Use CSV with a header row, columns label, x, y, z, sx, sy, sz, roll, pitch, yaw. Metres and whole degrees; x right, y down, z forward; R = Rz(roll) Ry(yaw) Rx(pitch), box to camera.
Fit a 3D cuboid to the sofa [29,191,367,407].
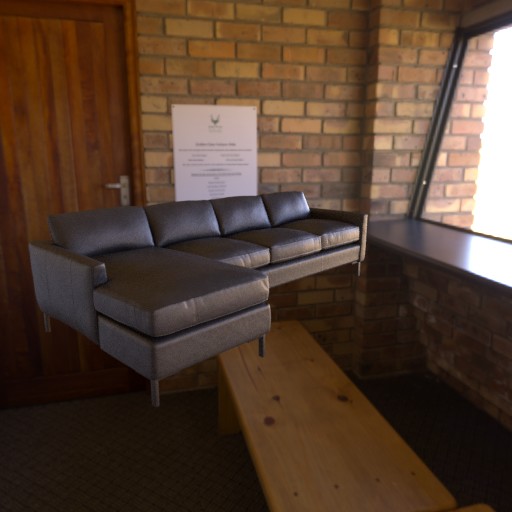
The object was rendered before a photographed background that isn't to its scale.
label,x,y,z,sx,sy,sz,roll,pitch,yaw
sofa,0.000,0.000,3.623,1.471,0.859,2.993,12,18,42
